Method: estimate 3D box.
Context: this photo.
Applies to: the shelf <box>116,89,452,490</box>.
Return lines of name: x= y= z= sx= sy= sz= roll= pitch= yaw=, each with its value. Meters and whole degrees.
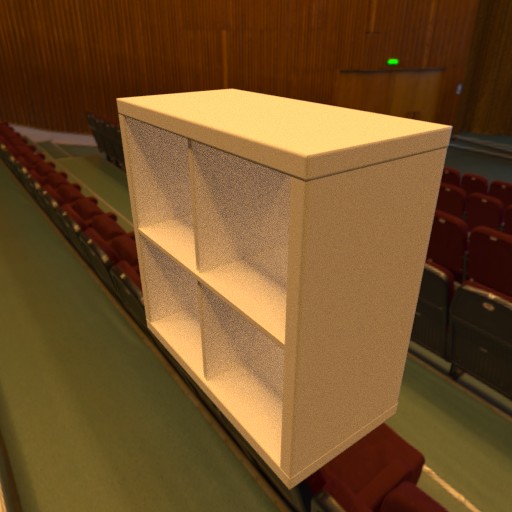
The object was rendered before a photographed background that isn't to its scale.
shelf: x=0.000 y=0.000 z=1.242 sx=0.390 sy=0.786 sz=0.790 roll=-19 pitch=32 yaw=-32
